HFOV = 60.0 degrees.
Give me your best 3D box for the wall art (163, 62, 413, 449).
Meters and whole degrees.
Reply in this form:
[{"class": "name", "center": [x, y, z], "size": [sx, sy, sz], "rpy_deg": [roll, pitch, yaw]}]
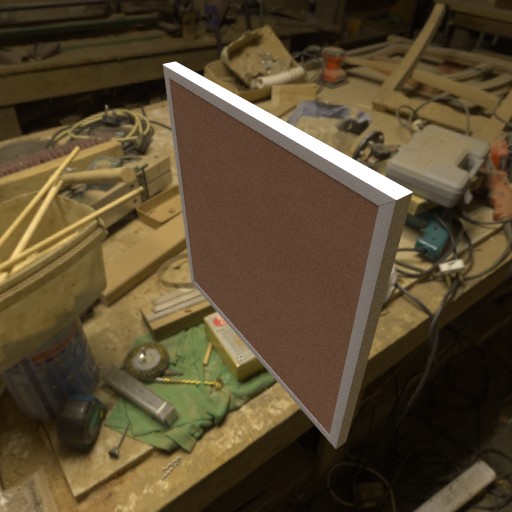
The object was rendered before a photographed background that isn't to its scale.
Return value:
[{"class": "wall art", "center": [0.000, 0.000, 1.137], "size": [0.036, 0.760, 0.760], "rpy_deg": [-25, 46, -26]}]
